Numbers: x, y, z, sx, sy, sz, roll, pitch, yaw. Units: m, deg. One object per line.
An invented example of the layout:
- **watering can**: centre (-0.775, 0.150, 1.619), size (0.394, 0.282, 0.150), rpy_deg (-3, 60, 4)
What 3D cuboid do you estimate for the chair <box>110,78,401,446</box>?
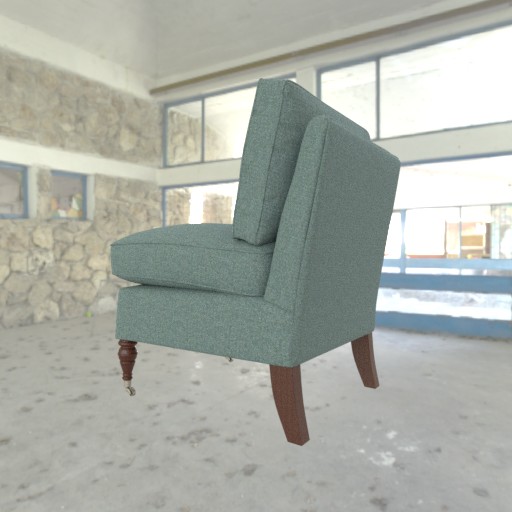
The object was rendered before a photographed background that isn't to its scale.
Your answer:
- **chair**: centre (0.000, 0.000, 1.472), size (0.796, 0.901, 0.624), rpy_deg (0, 1, 34)
